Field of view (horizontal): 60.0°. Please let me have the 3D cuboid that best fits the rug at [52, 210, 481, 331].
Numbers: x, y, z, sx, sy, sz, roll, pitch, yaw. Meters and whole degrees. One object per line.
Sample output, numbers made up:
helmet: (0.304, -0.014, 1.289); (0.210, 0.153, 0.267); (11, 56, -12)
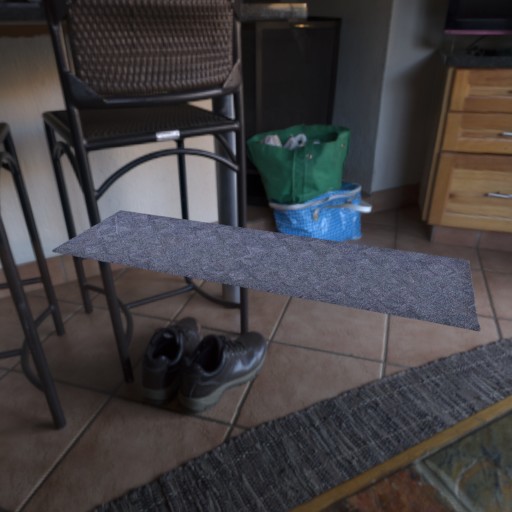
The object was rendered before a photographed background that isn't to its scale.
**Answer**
rug: (0.000, 0.000, 2.534); (2.296, 0.011, 0.691); (9, 29, 17)
